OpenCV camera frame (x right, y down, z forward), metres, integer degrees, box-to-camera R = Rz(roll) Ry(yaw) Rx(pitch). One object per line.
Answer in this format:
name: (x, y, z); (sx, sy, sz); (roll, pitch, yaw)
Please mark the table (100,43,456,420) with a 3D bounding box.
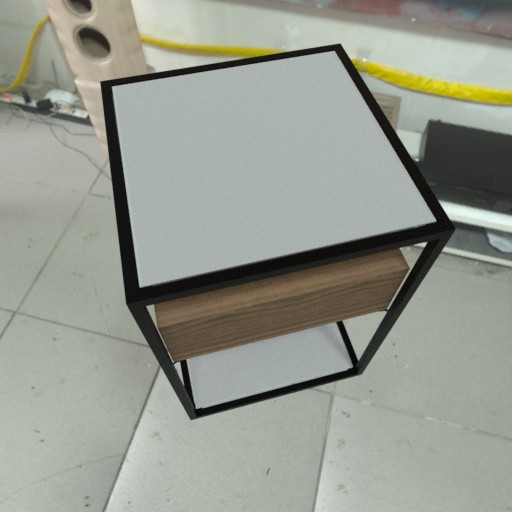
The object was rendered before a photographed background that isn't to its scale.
table: (0.000, 0.000, 0.811); (0.378, 0.540, 0.378); (-12, 58, -8)
